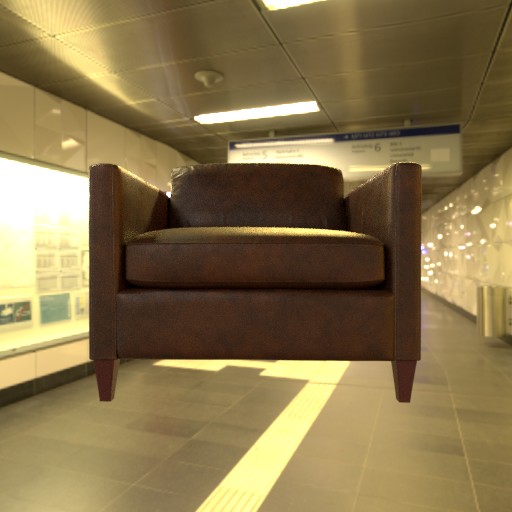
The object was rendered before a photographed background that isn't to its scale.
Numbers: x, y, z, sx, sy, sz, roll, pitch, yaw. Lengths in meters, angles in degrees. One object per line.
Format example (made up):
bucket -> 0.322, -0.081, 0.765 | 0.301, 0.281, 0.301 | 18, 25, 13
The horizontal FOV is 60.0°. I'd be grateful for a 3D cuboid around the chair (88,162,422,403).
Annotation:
chair -> 0.000, 0.000, 1.753 | 0.990, 0.864, 0.975 | 0, 0, 1
